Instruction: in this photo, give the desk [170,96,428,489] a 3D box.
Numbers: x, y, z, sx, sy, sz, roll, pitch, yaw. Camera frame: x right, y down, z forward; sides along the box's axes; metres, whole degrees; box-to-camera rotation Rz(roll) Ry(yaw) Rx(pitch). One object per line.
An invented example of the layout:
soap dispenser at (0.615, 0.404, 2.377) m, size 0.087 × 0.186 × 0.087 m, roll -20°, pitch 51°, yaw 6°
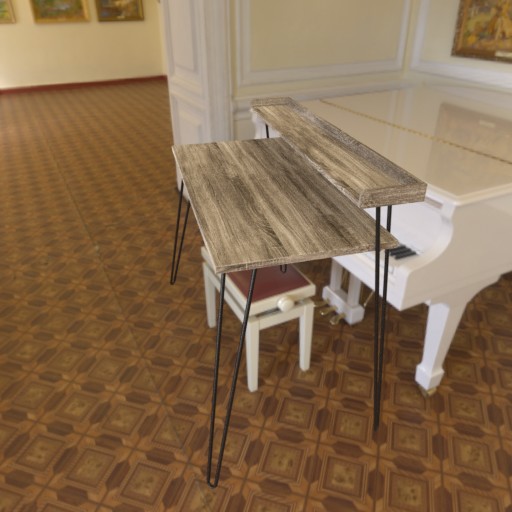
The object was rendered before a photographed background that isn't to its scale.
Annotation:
desk at (0.000, 0.000, 1.634) m, size 0.605 × 0.899 × 1.135 m, roll -8°, pitch 32°, yaw -13°
